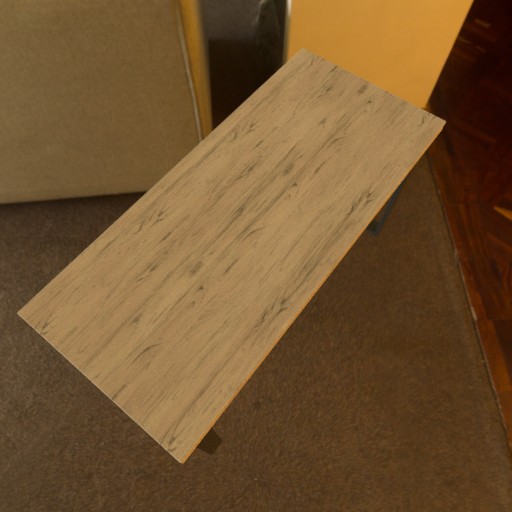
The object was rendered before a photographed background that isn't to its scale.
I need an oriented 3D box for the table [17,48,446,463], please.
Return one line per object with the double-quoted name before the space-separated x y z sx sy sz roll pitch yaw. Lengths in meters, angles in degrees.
"table" 0.000 0.000 2.201 0.795 0.899 1.778 35 68 16
